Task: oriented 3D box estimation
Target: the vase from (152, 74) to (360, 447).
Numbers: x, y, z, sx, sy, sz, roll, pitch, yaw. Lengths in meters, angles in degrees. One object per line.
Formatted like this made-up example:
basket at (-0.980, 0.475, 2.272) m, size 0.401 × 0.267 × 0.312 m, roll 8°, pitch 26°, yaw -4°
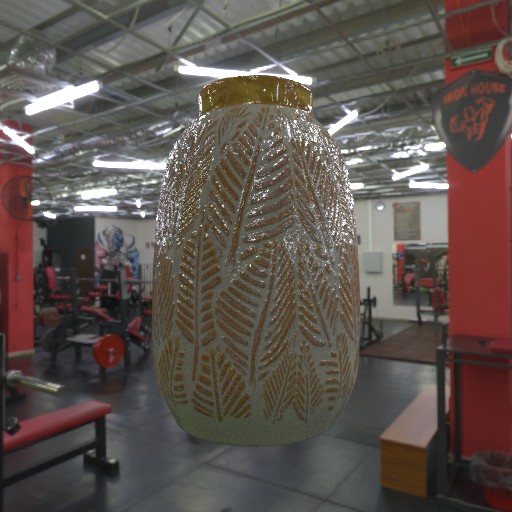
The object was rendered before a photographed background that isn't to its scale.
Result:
vase at (0.000, 0.000, 0.376) m, size 0.172 × 0.270 × 0.172 m, roll 0°, pitch 0°, yaw 0°
